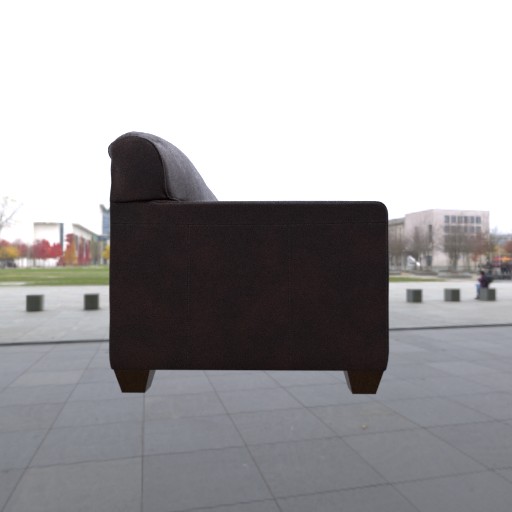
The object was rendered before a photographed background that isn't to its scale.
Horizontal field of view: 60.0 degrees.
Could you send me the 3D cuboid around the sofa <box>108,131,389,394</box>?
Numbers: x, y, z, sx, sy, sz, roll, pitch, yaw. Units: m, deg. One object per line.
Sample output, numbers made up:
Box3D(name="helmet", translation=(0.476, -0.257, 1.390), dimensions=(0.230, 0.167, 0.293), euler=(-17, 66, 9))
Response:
Box3D(name="sofa", translation=(0.000, 0.000, 2.408), dimensions=(1.000, 0.966, 1.856), euler=(0, -1, 1))
